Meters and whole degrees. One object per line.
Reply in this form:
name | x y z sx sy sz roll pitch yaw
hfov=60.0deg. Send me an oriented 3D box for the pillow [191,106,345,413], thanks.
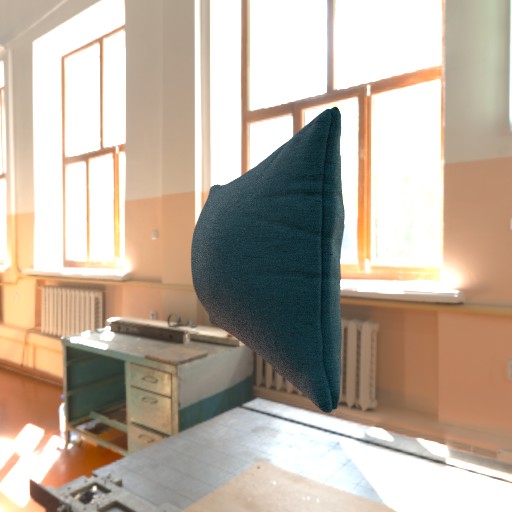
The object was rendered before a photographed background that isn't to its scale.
pillow | 0.000 0.000 0.786 0.210 0.338 0.633 0 1 -17
